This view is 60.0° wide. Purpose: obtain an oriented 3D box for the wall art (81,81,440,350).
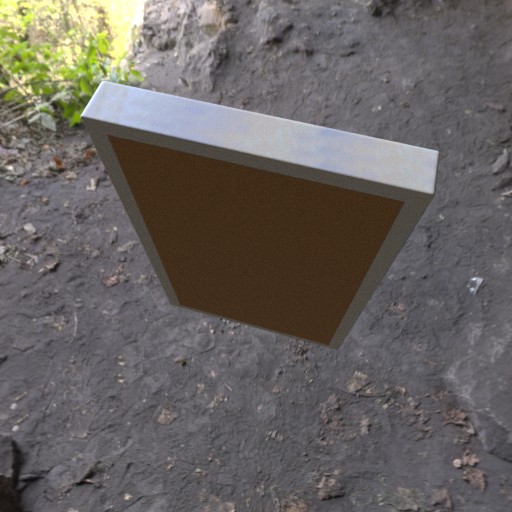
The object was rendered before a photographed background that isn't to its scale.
[{"bbox_3d":[0.000,0.000,0.478,0.251,0.380,0.039,14,64,7],"label":"wall art"}]
